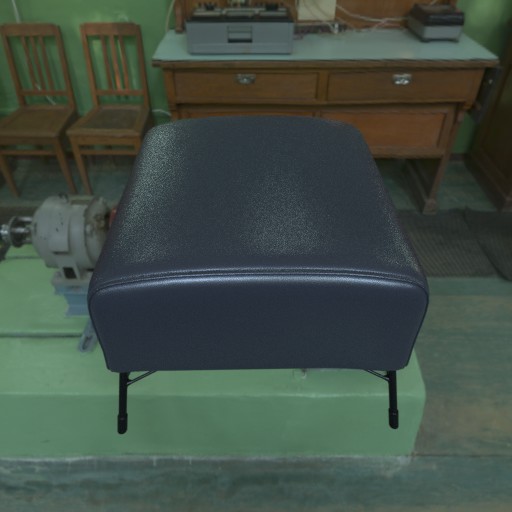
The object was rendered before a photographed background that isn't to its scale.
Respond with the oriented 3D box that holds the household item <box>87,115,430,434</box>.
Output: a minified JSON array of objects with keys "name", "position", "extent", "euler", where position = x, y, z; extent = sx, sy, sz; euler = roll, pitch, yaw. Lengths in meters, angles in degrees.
[{"name":"household item","position":[0.000,0.000,0.893],"extent":[0.530,0.410,0.530],"euler":[-1,41,-1]}]
